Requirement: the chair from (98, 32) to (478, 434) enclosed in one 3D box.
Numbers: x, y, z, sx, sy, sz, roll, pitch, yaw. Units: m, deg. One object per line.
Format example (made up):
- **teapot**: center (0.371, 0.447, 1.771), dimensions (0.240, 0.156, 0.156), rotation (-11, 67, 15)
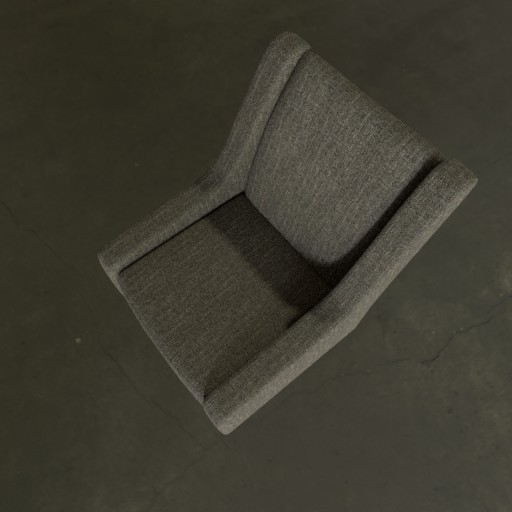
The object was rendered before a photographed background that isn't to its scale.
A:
- **chair**: center (0.000, 0.000, 1.632), dimensions (0.944, 1.012, 0.793), rotation (-35, 68, -17)
